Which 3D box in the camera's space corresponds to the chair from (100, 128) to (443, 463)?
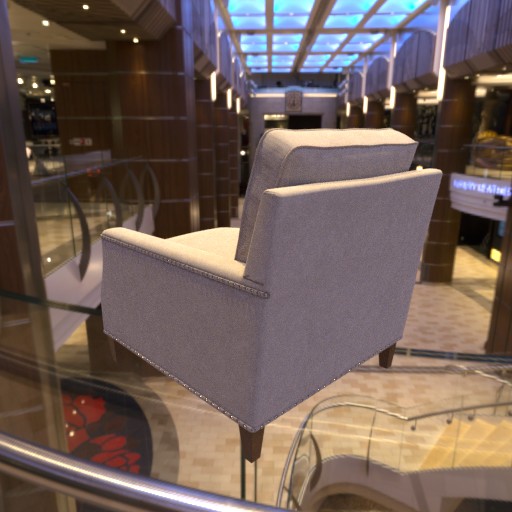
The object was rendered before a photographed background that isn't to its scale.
[{"bbox_3d":[0.000,0.000,1.702,0.853,0.943,1.014,-15,22,-42],"label":"chair"}]
